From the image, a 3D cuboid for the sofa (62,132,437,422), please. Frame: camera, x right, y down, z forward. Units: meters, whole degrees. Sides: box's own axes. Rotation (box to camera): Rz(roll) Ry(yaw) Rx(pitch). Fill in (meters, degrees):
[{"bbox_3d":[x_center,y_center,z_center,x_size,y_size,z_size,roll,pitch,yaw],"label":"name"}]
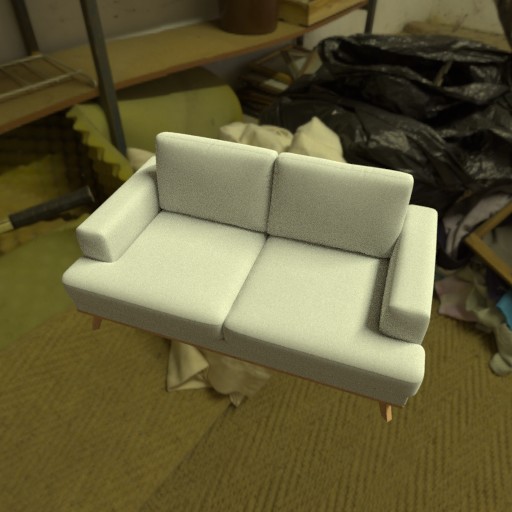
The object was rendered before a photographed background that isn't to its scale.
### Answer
[{"bbox_3d":[0.000,0.000,2.164,1.651,0.810,0.915,13,44,14],"label":"sofa"}]
